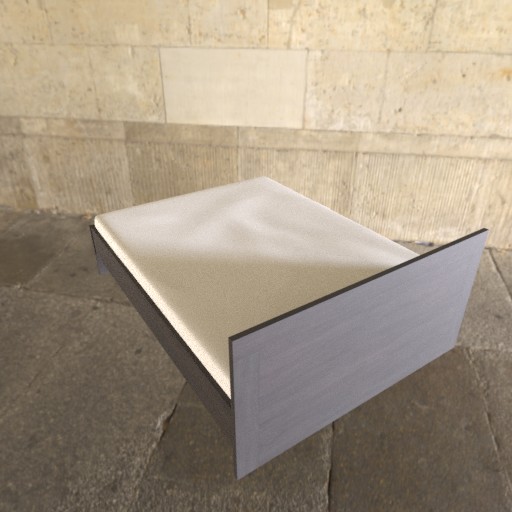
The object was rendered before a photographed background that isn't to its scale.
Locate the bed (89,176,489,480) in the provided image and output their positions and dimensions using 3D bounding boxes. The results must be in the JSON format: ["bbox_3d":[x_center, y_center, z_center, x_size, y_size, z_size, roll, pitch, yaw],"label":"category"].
[{"bbox_3d":[0.000,0.000,2.911,1.585,0.823,2.073,-19,35,-29],"label":"bed"}]
